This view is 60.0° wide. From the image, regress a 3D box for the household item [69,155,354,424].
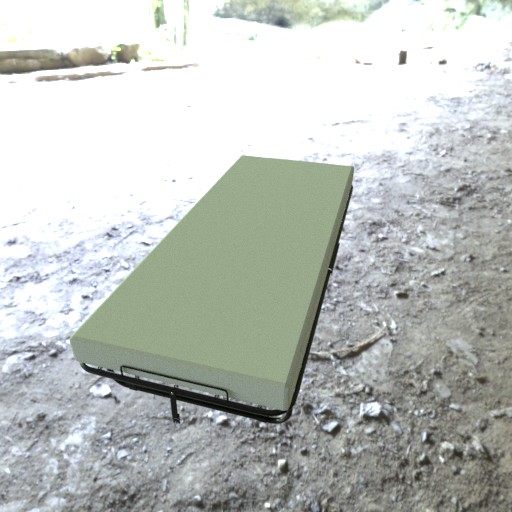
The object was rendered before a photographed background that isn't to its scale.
[{"bbox_3d":[0.000,0.000,2.209,0.787,0.356,1.905,9,33,14],"label":"household item"}]
